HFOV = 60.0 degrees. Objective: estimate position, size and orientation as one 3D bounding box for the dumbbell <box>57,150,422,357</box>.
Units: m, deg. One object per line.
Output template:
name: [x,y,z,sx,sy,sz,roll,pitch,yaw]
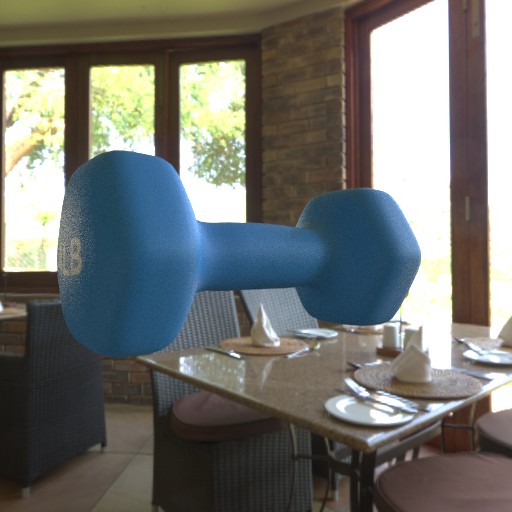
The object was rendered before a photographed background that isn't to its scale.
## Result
dumbbell: [0.000,0.000,0.188,0.152,0.066,0.074,1,-1,-36]
